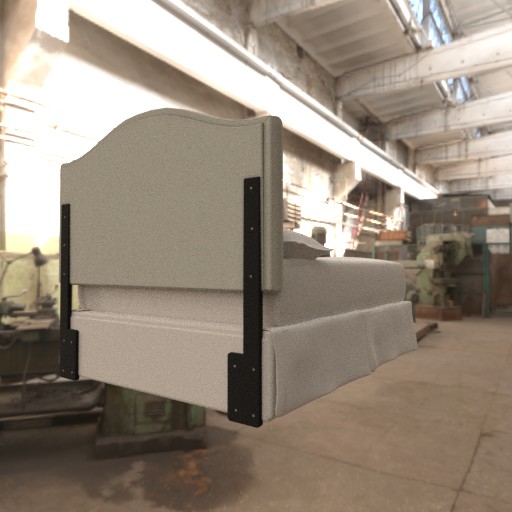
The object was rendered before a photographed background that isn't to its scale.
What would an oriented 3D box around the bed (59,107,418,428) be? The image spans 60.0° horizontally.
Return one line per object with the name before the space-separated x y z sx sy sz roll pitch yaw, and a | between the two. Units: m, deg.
bed | 0.000 0.000 3.349 1.813 1.607 2.180 -1 -2 35
